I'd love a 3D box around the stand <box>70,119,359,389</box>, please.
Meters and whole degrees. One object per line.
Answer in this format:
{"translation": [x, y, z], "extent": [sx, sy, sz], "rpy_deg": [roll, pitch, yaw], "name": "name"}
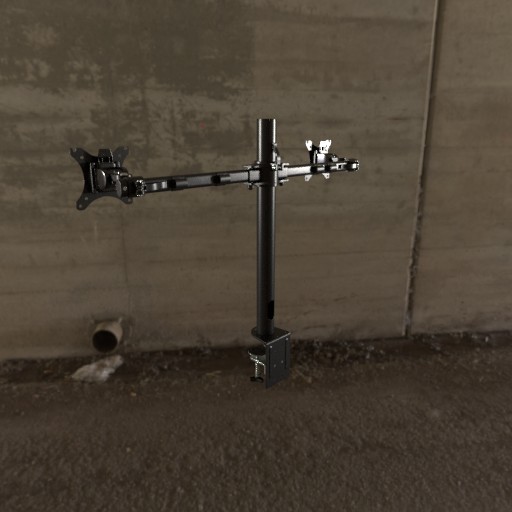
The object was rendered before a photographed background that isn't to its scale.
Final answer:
{"translation": [0.000, 0.000, 1.022], "extent": [0.743, 0.603, 0.150], "rpy_deg": [-15, 22, -43], "name": "stand"}
